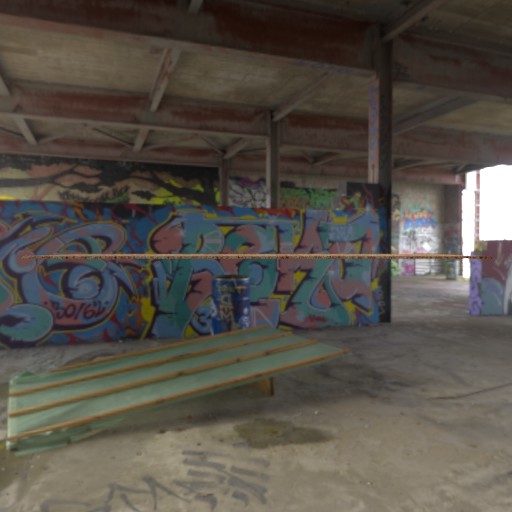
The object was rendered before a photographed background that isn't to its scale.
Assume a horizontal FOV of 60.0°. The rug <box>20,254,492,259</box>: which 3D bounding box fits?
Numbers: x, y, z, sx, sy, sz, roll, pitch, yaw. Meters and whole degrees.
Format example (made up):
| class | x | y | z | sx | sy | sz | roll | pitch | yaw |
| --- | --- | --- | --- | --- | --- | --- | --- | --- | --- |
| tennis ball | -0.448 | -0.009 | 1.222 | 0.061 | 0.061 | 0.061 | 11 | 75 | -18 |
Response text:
| class | x | y | z | sx | sy | sz | roll | pitch | yaw |
| --- | --- | --- | --- | --- | --- | --- | --- | --- | --- |
| rug | 0.000 | 0.000 | 2.435 | 2.237 | 0.014 | 0.680 | 0 | 1 | 0 |
